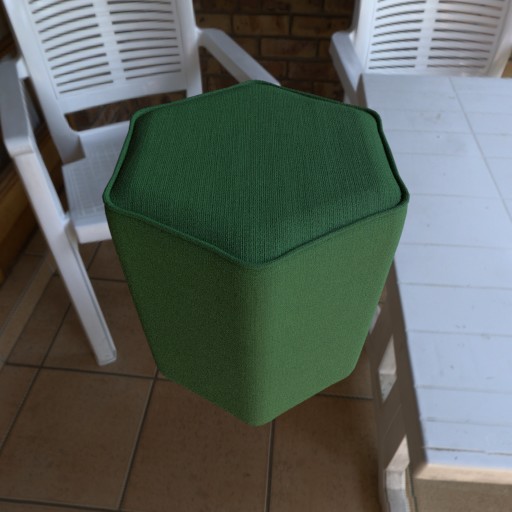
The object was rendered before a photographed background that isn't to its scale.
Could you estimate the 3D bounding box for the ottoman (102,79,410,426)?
[{"bbox_3d":[0.000,0.000,0.875,0.444,0.507,0.499,0,47,0],"label":"ottoman"}]
